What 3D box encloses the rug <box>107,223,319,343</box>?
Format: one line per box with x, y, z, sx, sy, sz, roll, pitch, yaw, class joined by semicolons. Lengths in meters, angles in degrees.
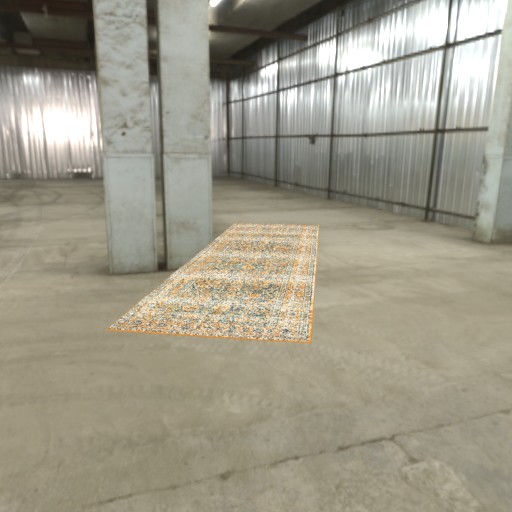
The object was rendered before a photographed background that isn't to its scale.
0.000;0.000;2.580;0.704;0.014;2.294;2;14;8;rug
